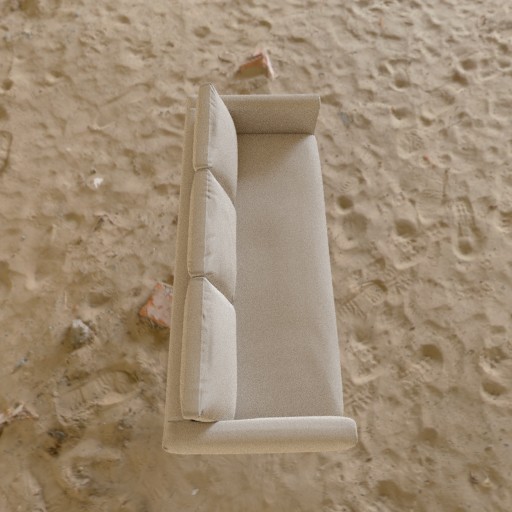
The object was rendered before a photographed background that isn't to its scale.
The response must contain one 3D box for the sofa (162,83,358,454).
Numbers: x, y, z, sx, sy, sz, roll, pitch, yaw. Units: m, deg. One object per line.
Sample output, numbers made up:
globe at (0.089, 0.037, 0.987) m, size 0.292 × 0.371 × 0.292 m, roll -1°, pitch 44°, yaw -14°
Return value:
sofa at (0.000, 0.000, 2.688) m, size 0.902 × 0.911 × 2.198 m, roll -1°, pitch 64°, yaw 0°
